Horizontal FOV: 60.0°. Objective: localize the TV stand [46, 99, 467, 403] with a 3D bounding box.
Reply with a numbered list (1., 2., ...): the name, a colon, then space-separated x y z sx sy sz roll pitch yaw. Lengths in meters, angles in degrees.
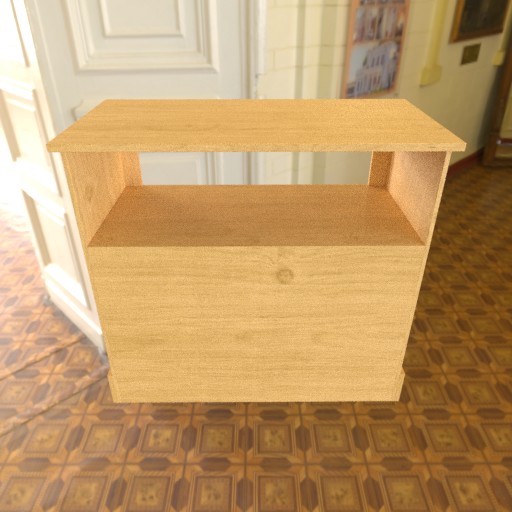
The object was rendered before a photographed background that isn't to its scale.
1. TV stand: 0.000 0.000 1.282 0.851 0.787 0.430 0 31 0
